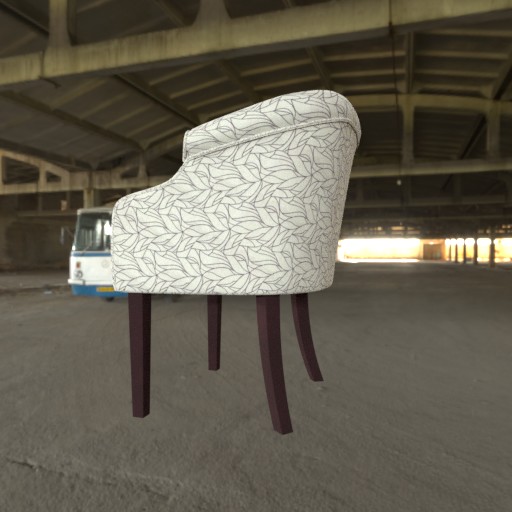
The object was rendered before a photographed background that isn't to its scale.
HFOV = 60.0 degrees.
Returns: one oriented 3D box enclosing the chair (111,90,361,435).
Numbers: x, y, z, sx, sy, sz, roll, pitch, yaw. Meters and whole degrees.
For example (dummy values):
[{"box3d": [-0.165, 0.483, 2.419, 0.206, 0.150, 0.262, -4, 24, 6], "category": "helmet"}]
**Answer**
[{"box3d": [0.000, 0.000, 1.348, 0.613, 0.858, 0.686, 0, 1, 18], "category": "chair"}]
